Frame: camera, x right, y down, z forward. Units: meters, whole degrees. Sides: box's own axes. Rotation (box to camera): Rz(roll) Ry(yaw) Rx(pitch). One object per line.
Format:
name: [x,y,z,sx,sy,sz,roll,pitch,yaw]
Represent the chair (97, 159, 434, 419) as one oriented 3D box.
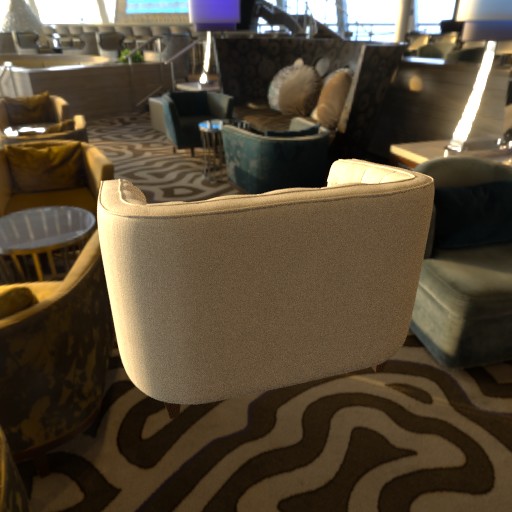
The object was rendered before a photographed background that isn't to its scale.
chair: [0.000,0.000,1.745,1.118,0.787,0.914,-8,29,-15]
